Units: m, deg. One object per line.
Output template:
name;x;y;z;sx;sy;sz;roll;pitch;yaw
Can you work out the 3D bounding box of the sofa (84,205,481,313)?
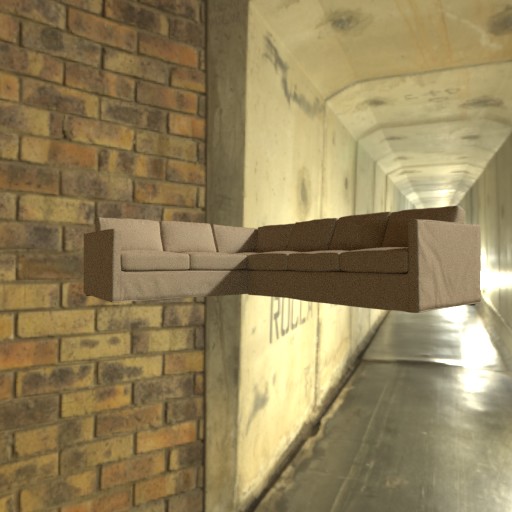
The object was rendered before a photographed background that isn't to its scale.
sofa;0.000;0.000;4.314;2.432;0.871;3.182;1;-1;-36
